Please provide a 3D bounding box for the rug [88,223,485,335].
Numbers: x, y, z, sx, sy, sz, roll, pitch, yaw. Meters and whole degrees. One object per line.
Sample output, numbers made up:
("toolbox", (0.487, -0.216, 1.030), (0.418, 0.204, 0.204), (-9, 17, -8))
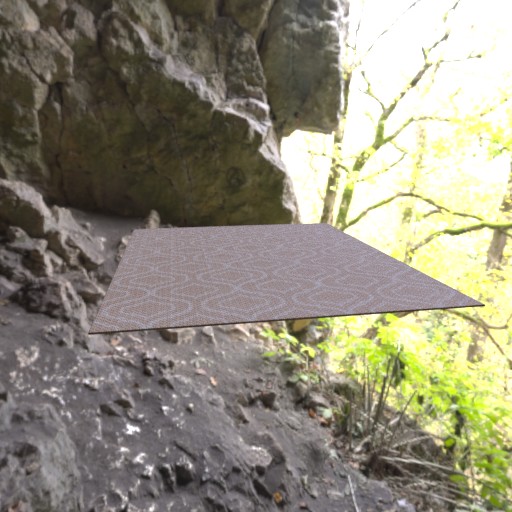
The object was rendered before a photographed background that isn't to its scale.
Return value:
("rug", (0.000, 0.000, 3.853), (2.286, 0.013, 2.894), (-3, 14, -10))
